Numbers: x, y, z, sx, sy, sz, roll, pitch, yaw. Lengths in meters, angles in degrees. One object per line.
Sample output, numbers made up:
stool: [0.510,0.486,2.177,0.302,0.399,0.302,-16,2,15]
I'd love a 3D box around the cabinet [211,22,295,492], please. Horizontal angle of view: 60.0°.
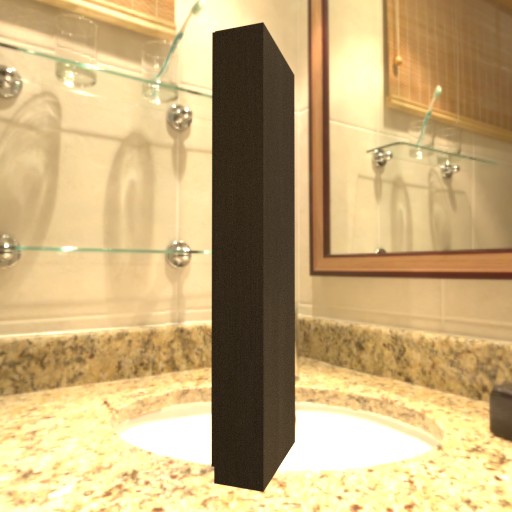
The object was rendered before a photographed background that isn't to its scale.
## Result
cabinet: [0.000,0.000,1.962,0.230,1.790,0.500,0,-1,19]
